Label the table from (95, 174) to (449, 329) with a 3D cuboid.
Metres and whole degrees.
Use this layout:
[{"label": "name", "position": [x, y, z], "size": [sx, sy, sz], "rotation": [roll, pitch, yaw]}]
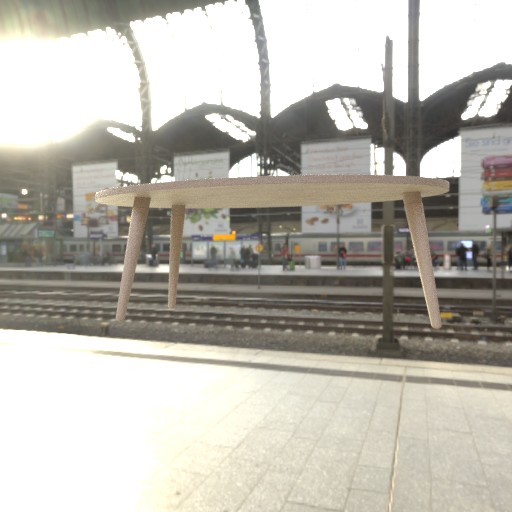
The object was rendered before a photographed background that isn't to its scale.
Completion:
[{"label": "table", "position": [0.000, 0.000, 1.351], "size": [1.083, 0.390, 0.542], "rotation": [0, 1, 18]}]
